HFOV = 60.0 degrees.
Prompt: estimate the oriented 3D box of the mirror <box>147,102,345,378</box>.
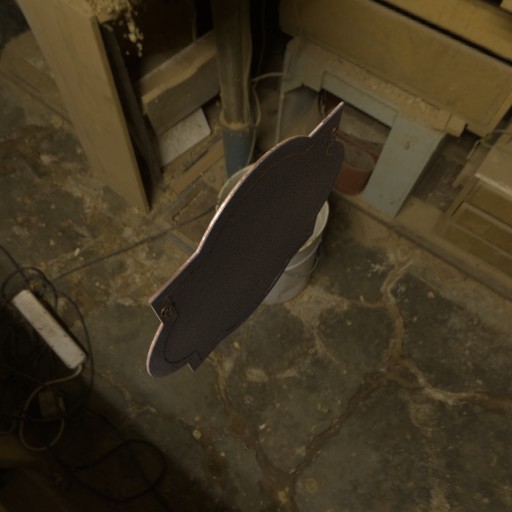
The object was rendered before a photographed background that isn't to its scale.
[{"bbox_3d":[0.000,0.000,1.042,0.019,0.686,0.686,36,69,16],"label":"mirror"}]
